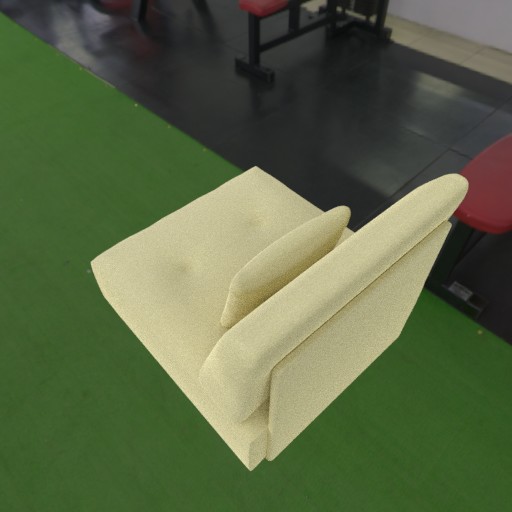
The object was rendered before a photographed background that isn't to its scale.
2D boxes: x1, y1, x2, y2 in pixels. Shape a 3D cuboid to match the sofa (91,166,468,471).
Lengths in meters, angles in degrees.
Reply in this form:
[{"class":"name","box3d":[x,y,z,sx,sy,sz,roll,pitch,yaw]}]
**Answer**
[{"class":"sofa","box3d":[0.000,0.000,1.670,0.930,0.820,1.000,-34,57,-26]}]
